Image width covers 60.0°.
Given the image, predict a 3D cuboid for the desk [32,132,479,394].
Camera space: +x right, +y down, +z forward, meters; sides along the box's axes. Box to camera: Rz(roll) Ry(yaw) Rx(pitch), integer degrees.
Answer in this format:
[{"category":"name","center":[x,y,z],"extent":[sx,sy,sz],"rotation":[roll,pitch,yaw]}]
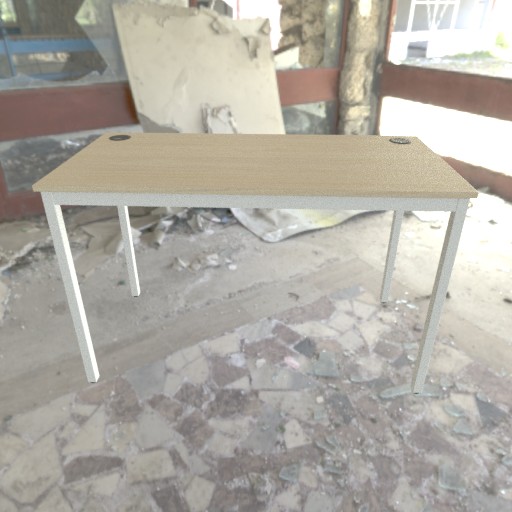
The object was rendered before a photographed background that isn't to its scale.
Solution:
[{"category":"desk","center":[0.000,0.000,1.630],"extent":[1.200,0.750,0.600],"rotation":[1,29,2]}]
